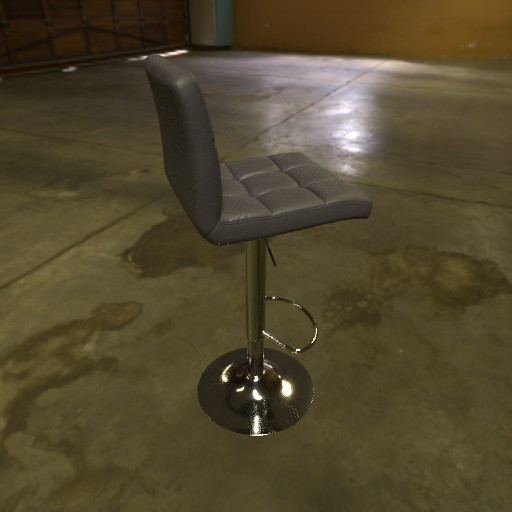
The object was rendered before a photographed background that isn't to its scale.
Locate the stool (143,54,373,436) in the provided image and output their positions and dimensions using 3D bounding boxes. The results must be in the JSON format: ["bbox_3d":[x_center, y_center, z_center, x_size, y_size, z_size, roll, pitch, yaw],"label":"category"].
[{"bbox_3d":[0.000,0.000,1.352,0.505,1.115,0.430,-10,31,-17],"label":"stool"}]
